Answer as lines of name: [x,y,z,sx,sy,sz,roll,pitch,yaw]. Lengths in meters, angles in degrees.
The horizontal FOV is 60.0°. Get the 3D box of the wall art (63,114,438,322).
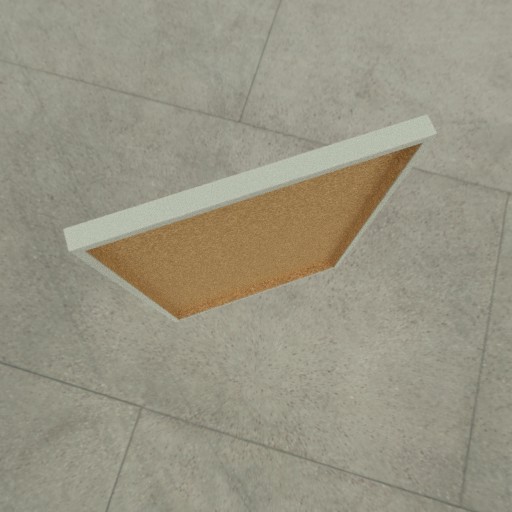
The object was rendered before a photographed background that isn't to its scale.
wall art: [0.000,0.000,1.140,0.610,0.914,0.038,-18,76,-5]
